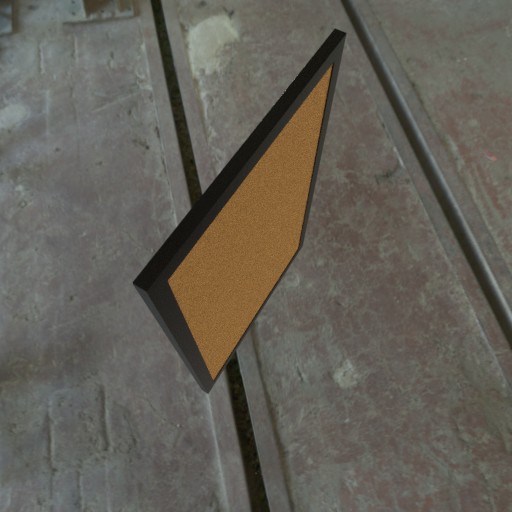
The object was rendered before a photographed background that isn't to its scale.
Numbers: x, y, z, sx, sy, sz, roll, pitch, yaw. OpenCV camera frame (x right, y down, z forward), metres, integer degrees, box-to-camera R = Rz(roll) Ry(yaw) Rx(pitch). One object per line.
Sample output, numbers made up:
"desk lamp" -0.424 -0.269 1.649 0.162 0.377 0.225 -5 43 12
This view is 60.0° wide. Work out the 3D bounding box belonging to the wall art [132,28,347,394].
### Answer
"wall art" 0.000 0.000 0.839 0.019 0.656 0.462 29 67 13
